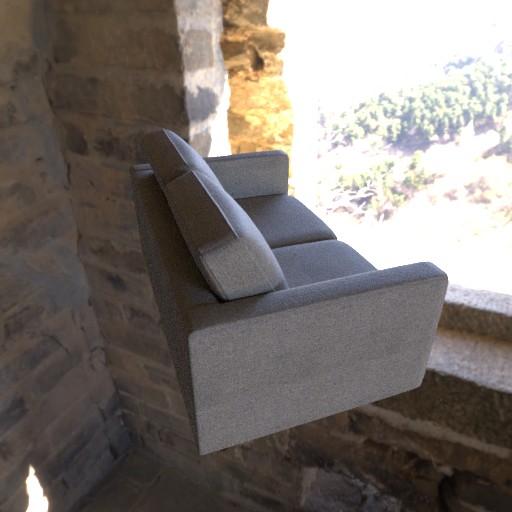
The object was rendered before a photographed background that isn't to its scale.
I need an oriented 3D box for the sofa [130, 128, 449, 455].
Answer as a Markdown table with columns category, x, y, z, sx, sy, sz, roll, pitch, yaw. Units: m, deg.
| category | x | y | z | sx | sy | sz | roll | pitch | yaw |
| --- | --- | --- | --- | --- | --- | --- | --- | --- | --- |
| sofa | 0.000 | 0.000 | 2.145 | 0.969 | 0.973 | 1.527 | -10 | 32 | -17 |
